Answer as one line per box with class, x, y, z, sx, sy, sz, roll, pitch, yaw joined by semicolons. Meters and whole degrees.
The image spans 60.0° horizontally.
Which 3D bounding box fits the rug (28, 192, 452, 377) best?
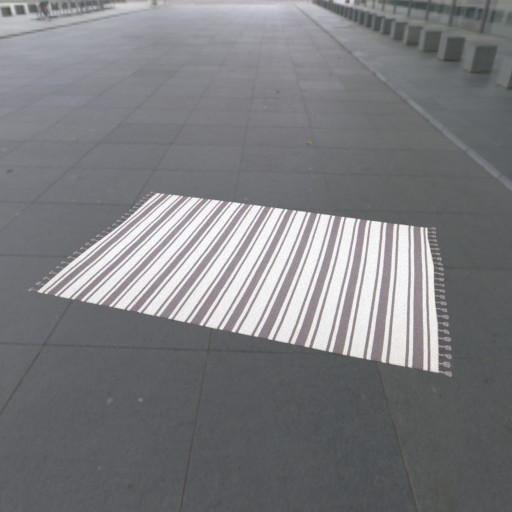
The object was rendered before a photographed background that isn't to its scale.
rug;0.000;0.000;3.015;2.425;0.014;1.563;9;33;14
